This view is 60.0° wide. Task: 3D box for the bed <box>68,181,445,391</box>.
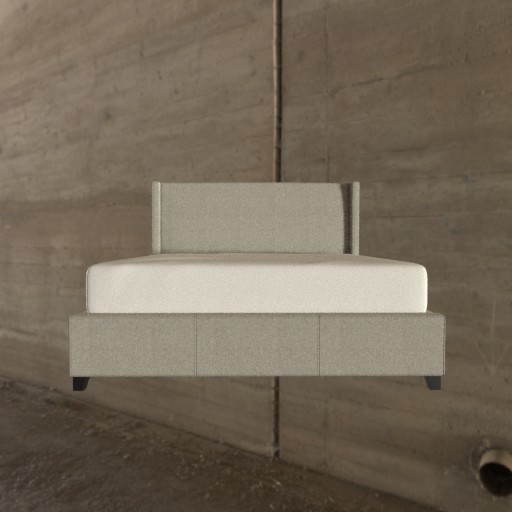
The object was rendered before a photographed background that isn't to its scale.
[{"bbox_3d":[0.000,0.000,3.611,2.140,1.470,2.280,0,2,0],"label":"bed"}]
